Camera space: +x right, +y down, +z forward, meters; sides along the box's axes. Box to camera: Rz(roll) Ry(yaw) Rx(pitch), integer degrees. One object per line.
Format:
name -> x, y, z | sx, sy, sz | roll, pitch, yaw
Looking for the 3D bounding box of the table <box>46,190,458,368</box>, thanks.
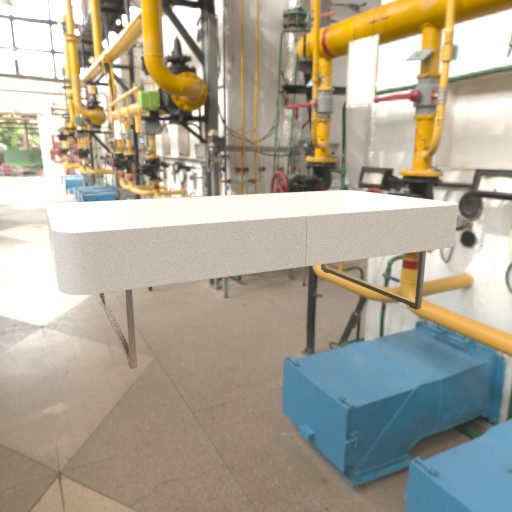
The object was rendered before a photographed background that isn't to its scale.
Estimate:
table -> 0.000, 0.000, 1.446 | 1.200, 0.340, 0.600 | -6, 15, -25
